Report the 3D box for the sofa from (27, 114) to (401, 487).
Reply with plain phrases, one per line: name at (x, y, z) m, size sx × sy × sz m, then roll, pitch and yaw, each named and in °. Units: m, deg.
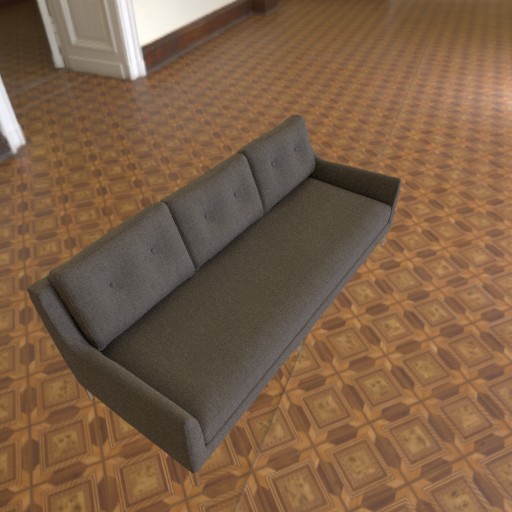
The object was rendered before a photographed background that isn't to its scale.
sofa at (0.000, 0.000, 2.446) m, size 0.849 × 0.837 × 2.060 m, roll 25°, pitch 47°, yaw 26°
